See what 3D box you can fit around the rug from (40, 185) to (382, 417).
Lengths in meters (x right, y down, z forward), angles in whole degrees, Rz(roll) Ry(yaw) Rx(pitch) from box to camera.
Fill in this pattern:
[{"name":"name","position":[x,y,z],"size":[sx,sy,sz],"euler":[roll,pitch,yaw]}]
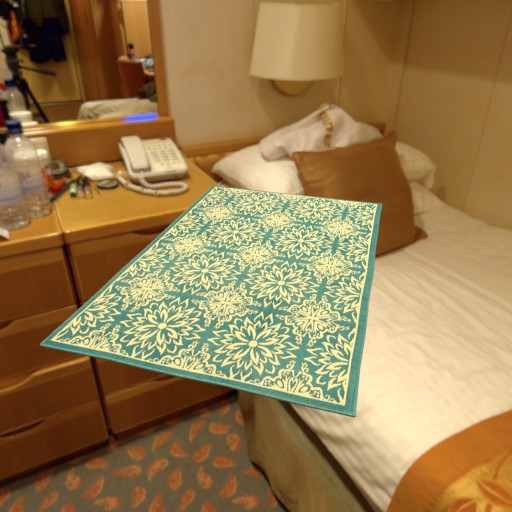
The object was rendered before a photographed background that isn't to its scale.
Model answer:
[{"name":"rug","position":[0.000,0.000,3.529],"size":[1.830,0.018,2.769],"euler":[8,30,14]}]
